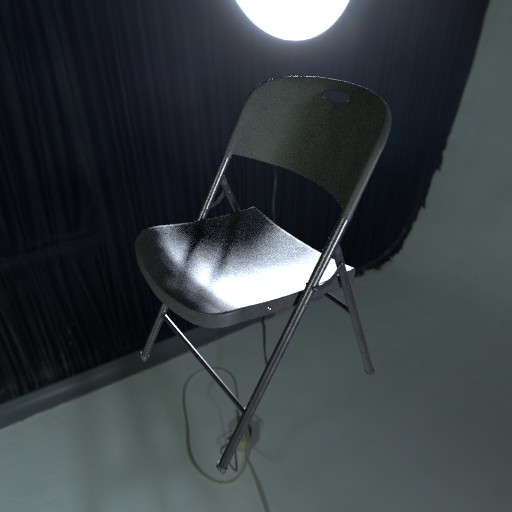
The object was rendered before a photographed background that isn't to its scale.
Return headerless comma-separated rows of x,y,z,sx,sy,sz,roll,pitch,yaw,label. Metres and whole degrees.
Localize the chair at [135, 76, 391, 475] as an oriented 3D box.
0.000,0.000,1.168,0.566,0.810,0.494,-21,38,-30,chair
